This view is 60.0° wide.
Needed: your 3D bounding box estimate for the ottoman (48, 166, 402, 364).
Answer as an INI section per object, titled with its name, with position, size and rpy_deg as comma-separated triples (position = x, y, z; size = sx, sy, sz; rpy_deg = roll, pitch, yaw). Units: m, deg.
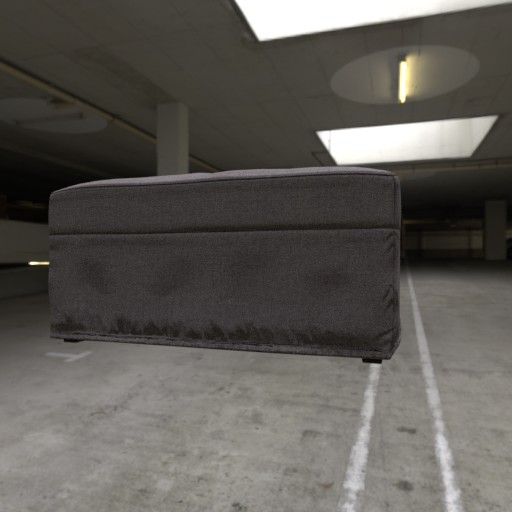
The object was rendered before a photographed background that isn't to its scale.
[ottoman]
position = 0.000, 0.000, 1.352
size = 0.843, 0.436, 0.840
rpy_deg = 0, 0, 18
